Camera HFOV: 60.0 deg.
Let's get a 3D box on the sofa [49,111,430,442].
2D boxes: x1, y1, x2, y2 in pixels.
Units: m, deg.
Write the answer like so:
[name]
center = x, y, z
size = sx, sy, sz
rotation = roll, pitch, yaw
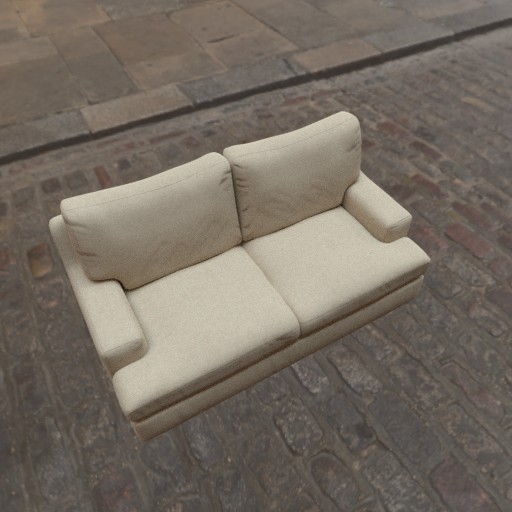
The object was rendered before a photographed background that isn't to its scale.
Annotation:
[sofa]
center = 0.000, 0.000, 2.455
size = 1.885, 0.967, 0.962
rotation = -23, 51, -20
